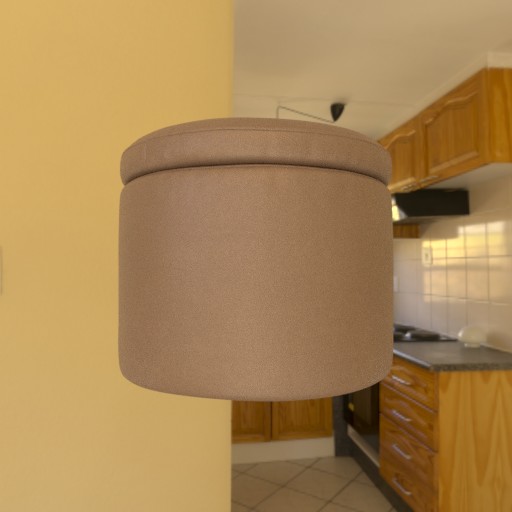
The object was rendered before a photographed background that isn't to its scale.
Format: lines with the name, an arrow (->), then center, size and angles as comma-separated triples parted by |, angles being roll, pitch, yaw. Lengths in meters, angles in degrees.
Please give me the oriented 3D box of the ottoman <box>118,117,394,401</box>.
ottoman -> 0.000, 0.000, 0.843 | 0.500, 0.409, 0.500 | 0, -2, 0
